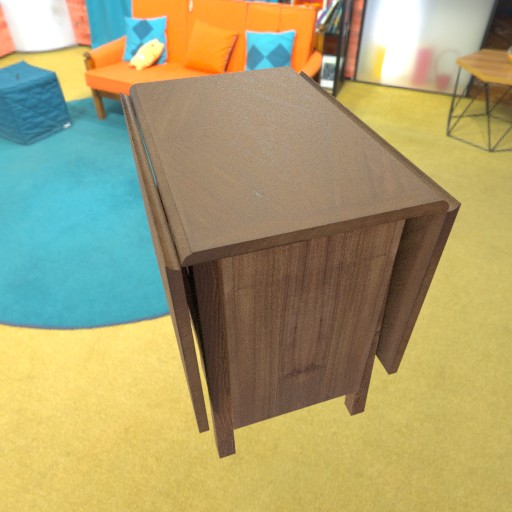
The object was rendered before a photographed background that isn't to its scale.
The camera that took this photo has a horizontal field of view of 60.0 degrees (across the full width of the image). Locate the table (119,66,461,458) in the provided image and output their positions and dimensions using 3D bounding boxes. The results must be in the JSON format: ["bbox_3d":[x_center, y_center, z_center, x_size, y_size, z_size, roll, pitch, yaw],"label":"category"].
[{"bbox_3d":[0.000,0.000,1.616,0.701,0.981,0.967,-12,43,-14],"label":"table"}]
